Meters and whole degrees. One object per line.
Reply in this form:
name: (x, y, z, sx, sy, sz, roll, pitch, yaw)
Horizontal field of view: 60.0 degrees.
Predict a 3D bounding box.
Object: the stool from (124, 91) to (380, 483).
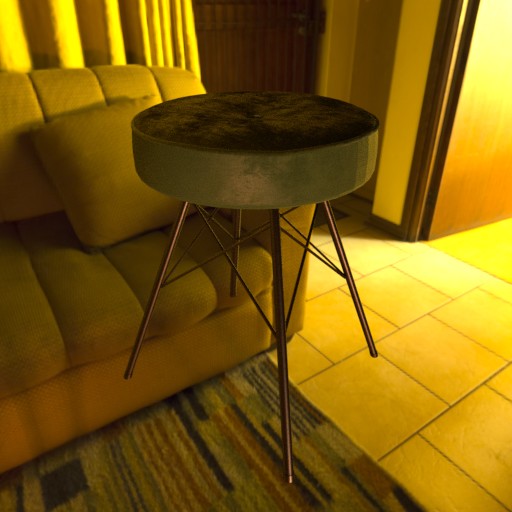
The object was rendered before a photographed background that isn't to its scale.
stool: (0.000, 0.000, 0.913, 0.457, 0.595, 0.430, 19, 35, 30)
